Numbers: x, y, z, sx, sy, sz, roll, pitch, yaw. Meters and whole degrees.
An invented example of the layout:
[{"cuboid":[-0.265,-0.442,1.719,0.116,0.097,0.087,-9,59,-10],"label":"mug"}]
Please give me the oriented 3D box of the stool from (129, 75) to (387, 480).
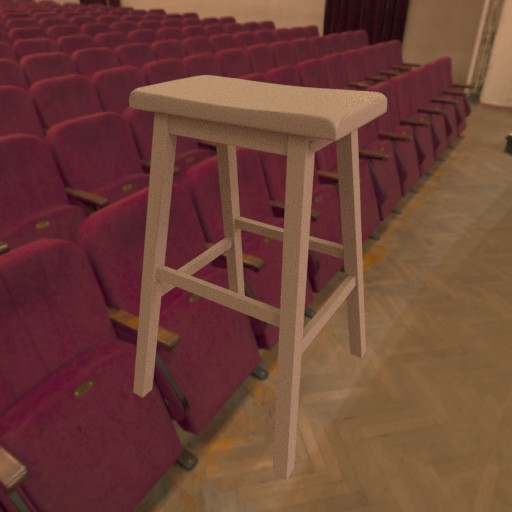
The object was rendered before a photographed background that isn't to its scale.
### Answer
[{"cuboid":[0.000,0.000,1.041,0.457,0.737,0.476,18,35,28],"label":"stool"}]
